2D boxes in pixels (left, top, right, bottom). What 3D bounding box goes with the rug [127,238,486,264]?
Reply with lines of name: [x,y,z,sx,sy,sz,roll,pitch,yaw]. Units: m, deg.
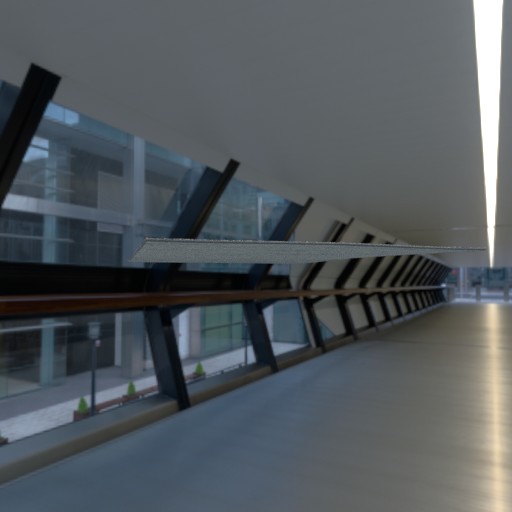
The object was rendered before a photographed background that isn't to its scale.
rug: [0.000,0.000,3.007,1.616,0.030,2.338,1,-3,-18]
